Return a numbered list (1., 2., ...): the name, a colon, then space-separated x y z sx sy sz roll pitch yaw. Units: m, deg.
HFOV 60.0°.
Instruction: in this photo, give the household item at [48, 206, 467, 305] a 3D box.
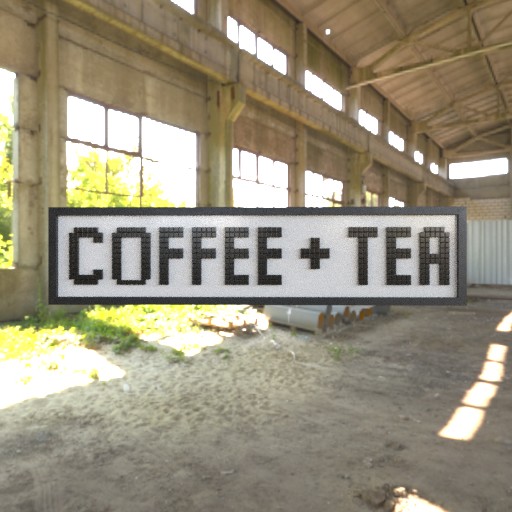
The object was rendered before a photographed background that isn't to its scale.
1. household item: 0.000 0.000 1.075 1.001 0.236 0.030 0 0 1
